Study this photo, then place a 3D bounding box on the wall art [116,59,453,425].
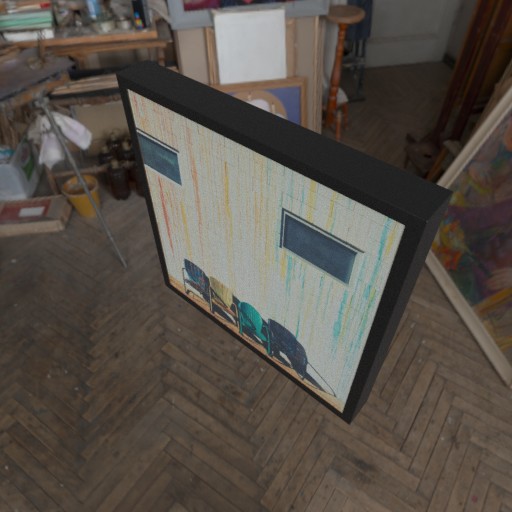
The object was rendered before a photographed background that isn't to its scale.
[{"bbox_3d":[0.000,0.000,0.454,0.304,0.304,0.038,32,55,26],"label":"wall art"}]
